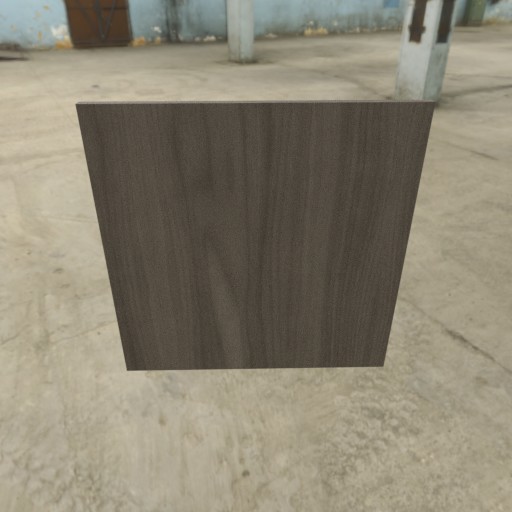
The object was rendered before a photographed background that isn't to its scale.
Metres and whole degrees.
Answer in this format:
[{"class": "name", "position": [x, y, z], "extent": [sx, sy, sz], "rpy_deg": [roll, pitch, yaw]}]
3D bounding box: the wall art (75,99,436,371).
[{"class": "wall art", "position": [0.000, 0.000, 0.757], "extent": [0.508, 0.507, 0.016], "rpy_deg": [-1, 30, -1]}]
